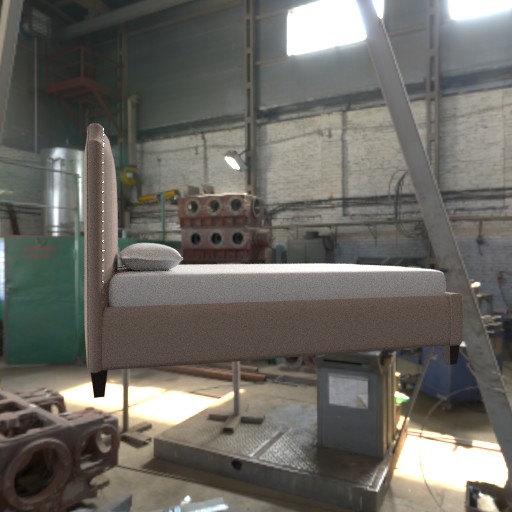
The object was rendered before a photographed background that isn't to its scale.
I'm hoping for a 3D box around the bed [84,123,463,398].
[{"bbox_3d":[0.000,0.000,3.385,2.372,1.443,1.713,0,1,-17],"label":"bed"}]
